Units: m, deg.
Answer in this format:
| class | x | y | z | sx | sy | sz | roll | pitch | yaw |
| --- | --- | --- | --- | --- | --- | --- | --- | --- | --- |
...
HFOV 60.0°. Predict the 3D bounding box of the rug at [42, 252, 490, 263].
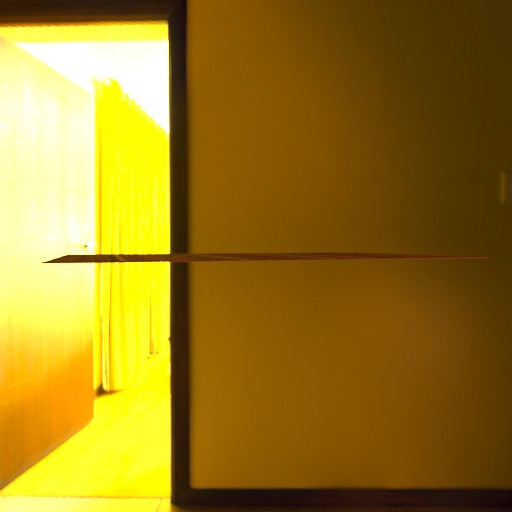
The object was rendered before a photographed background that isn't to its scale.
| class | x | y | z | sx | sy | sz | roll | pitch | yaw |
| --- | --- | --- | --- | --- | --- | --- | --- | --- | --- |
| rug | 0.000 | 0.000 | 2.970 | 2.438 | 0.008 | 1.523 | -1 | 2 | -19 |
